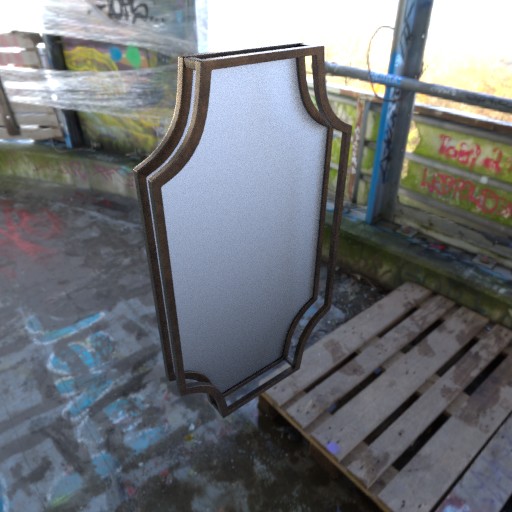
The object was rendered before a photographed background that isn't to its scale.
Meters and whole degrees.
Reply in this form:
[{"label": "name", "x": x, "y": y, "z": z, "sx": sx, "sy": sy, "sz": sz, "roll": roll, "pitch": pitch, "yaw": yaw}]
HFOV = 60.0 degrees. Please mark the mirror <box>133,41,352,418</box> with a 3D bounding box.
[{"label": "mirror", "x": 0.000, "y": 0.000, "z": 0.954, "sx": 0.462, "sy": 0.811, "sz": 0.066, "roll": -24, "pitch": 40, "yaw": -32}]
